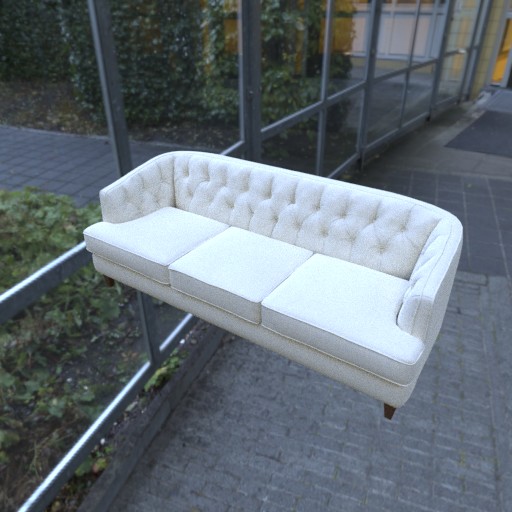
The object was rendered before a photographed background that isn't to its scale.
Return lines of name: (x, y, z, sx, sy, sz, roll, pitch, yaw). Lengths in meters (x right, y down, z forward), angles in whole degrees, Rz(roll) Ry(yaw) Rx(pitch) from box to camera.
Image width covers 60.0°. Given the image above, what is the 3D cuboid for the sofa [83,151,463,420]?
sofa: (0.000, 0.000, 2.795, 2.278, 0.855, 0.941, 19, 35, 29)
